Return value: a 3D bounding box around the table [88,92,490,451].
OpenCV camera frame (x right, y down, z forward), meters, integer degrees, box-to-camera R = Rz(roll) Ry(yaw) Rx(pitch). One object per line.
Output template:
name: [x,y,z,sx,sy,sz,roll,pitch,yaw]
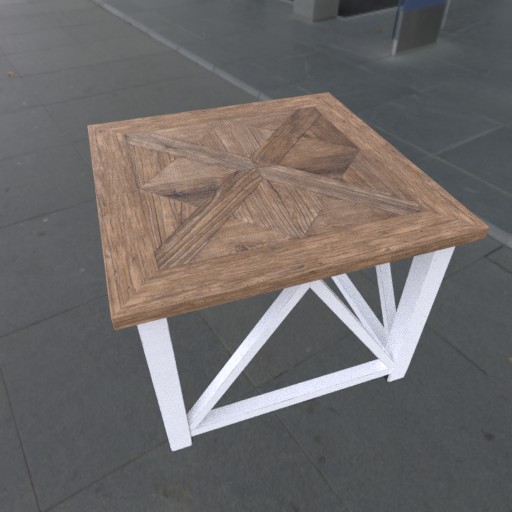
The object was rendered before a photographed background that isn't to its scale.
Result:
table: [0.000,0.000,1.179,0.700,0.532,0.700,-13,43,-14]
